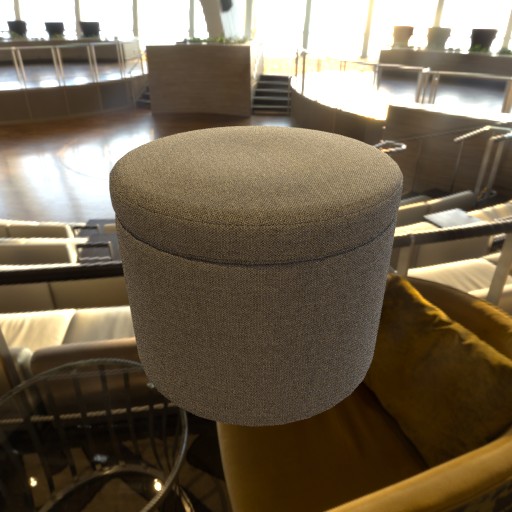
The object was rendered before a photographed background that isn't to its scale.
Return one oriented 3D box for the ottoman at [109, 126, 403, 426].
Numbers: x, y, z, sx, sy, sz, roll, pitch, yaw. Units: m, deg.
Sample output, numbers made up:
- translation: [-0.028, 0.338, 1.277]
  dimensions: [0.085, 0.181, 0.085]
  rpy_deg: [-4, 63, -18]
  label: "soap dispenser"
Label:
- translation: [0.000, 0.000, 0.869]
  dimensions: [0.500, 0.419, 0.500]
  rpy_deg: [0, 30, 0]
  label: "ottoman"
